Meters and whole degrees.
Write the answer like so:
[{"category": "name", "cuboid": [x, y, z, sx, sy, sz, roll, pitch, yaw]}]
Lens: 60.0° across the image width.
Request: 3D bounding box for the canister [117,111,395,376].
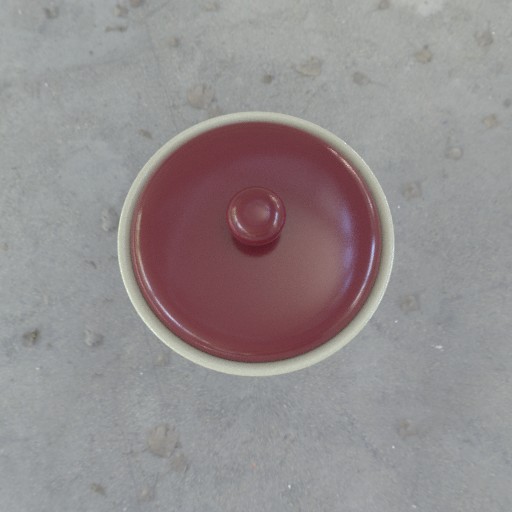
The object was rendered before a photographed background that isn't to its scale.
[{"category": "canister", "cuboid": [0.000, 0.000, 0.348, 0.182, 0.208, 0.182, 0, 75, 0]}]
